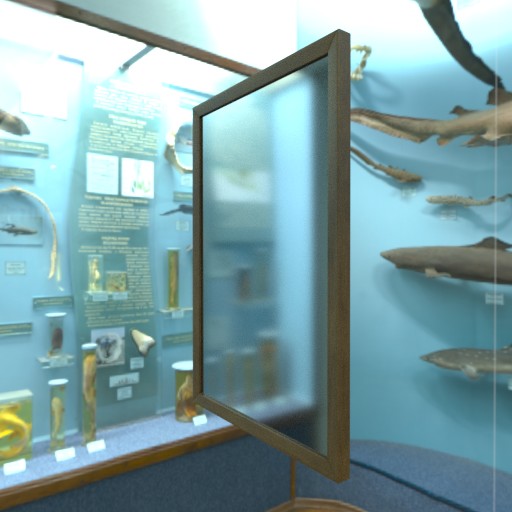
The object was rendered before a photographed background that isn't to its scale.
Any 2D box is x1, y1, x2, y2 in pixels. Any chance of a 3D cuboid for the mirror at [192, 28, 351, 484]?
[{"bbox_3d":[0.000,0.000,1.146,0.040,0.915,0.609,0,1,-37],"label":"mirror"}]
